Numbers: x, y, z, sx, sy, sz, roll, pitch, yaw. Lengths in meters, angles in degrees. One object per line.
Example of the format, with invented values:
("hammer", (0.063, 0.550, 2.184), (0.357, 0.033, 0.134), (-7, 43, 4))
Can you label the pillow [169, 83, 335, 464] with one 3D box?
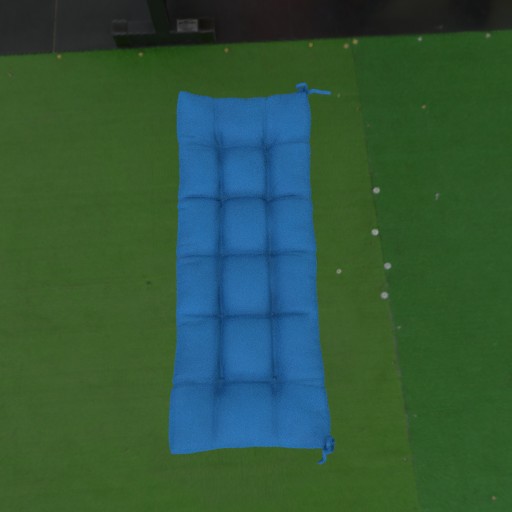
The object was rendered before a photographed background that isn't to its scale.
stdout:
("pillow", (0.000, 0.000, 1.359), (0.511, 0.174, 1.194), (-1, 75, 0))
